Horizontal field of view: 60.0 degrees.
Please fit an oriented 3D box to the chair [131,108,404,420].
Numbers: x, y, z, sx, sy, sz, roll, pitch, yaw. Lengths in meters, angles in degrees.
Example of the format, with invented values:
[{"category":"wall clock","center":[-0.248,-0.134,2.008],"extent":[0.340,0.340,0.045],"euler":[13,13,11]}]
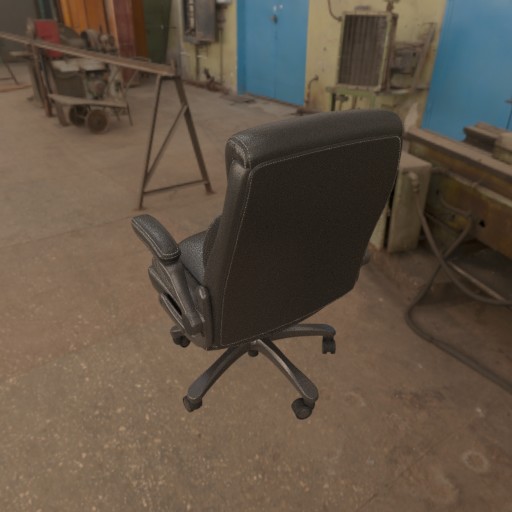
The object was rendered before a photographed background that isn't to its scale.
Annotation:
[{"category":"chair","center":[0.000,0.000,1.614],"extent":[0.782,1.110,0.724],"euler":[-19,35,-29]}]
